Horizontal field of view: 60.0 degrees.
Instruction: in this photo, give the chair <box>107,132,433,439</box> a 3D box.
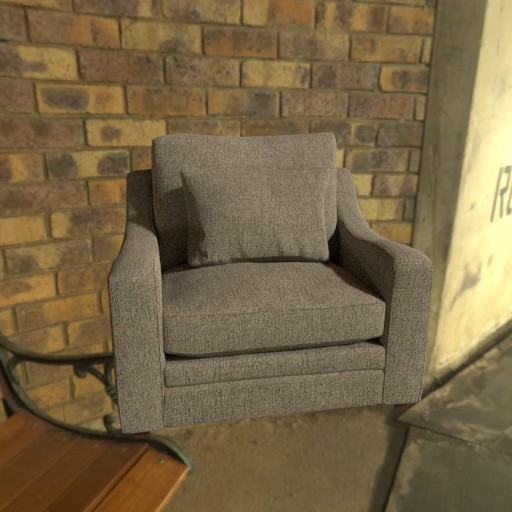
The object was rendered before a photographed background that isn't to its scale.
[{"bbox_3d":[0.000,0.000,1.935,1.138,1.037,1.009,-3,16,-9],"label":"chair"}]
